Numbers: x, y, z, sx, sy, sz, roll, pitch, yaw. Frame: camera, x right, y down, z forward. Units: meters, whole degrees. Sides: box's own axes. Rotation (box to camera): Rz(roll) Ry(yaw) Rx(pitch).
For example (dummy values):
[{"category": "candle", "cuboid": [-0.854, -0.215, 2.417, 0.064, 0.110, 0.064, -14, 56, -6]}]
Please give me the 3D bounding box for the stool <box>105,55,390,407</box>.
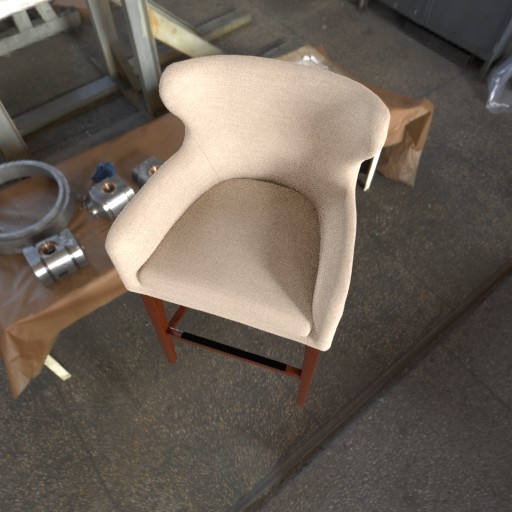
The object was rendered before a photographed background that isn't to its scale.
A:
[{"category": "stool", "cuboid": [0.000, 0.000, 1.362, 0.556, 1.034, 0.563, 16, 59, 10]}]
